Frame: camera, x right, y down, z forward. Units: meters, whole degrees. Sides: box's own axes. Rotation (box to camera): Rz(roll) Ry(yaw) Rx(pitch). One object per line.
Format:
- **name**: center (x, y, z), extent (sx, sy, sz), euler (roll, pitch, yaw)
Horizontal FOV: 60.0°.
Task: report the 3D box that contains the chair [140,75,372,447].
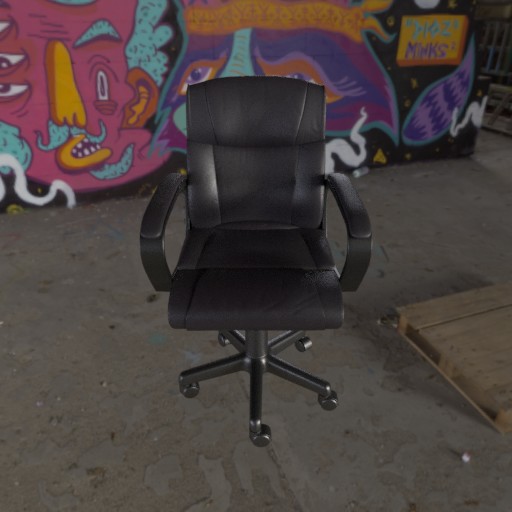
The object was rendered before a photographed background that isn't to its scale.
- **chair**: center (0.000, 0.000, 1.402), extent (0.576, 0.998, 0.641), euler (0, 29, 0)
